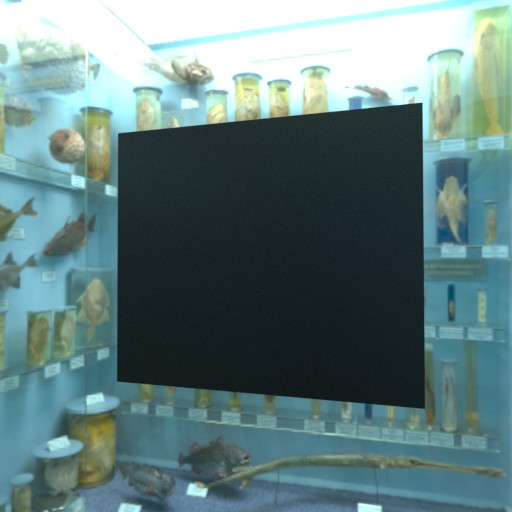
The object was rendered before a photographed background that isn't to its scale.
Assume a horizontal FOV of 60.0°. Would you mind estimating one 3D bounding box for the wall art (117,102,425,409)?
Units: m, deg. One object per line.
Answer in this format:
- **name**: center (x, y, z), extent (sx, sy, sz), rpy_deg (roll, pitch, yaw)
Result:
- **wall art**: center (0.000, 0.000, 0.540), extent (0.383, 0.332, 0.012), rpy_deg (0, -1, 17)
